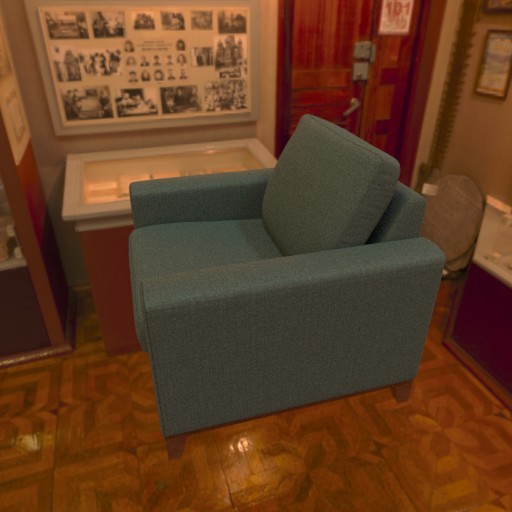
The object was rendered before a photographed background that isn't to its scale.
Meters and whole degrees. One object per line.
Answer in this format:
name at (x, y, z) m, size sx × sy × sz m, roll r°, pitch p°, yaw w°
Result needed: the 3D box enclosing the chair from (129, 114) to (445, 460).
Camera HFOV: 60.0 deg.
chair at (0.000, 0.000, 1.870) m, size 1.038 × 1.010 × 1.024 m, roll -8°, pitch 31°, yaw -14°
